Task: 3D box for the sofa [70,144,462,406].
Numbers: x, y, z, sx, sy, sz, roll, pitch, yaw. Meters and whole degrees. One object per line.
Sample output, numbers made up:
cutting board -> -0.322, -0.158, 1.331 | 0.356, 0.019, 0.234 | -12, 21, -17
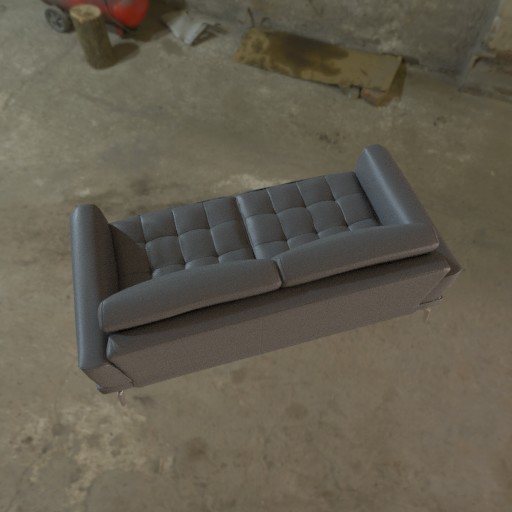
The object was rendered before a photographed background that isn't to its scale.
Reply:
sofa -> 0.000, 0.000, 2.741 | 2.177, 0.930, 1.121 | -13, 59, -8
